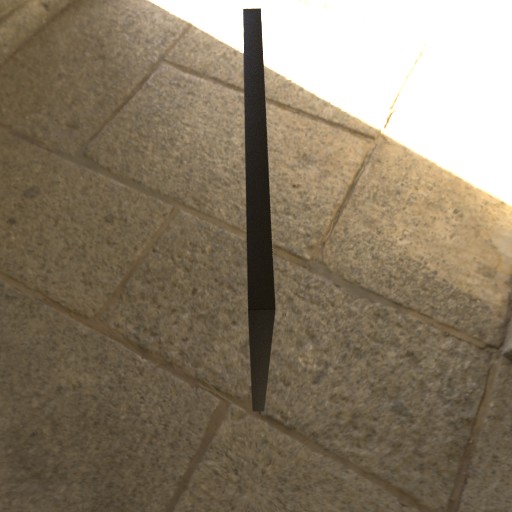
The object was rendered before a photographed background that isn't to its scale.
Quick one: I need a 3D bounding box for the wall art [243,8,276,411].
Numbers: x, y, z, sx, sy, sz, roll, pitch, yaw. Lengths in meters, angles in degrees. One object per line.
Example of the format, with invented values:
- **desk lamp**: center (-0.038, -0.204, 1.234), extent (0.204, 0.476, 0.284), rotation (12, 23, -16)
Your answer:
- **wall art**: center (0.000, 0.000, 0.566), extent (0.019, 0.455, 0.314), rotation (-1, 63, -1)
